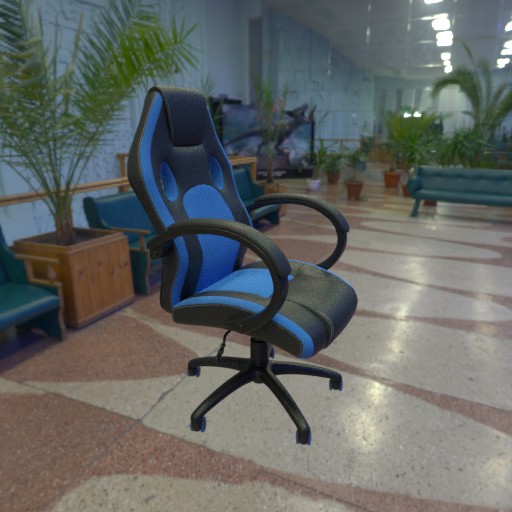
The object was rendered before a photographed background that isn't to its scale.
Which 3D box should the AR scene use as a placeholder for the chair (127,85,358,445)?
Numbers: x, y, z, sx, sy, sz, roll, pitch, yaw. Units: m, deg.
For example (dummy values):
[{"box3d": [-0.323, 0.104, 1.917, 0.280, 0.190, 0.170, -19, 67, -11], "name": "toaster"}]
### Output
[{"box3d": [0.000, 0.000, 1.628, 0.724, 1.187, 0.673, 8, 18, 26], "name": "chair"}]
